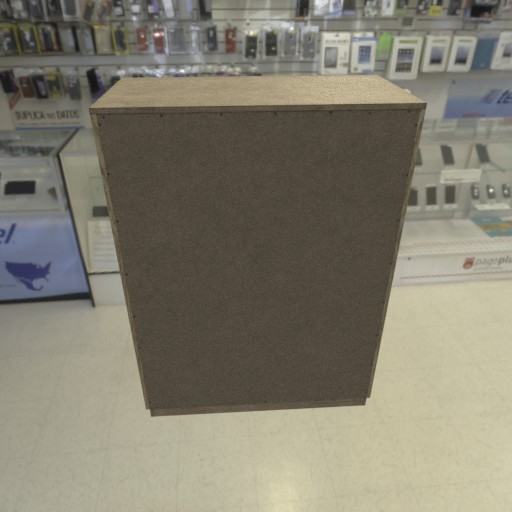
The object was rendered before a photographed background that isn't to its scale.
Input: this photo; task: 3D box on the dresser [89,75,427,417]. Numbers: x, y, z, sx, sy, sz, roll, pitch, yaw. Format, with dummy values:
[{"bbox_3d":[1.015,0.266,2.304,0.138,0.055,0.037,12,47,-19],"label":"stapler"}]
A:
[{"bbox_3d":[0.000,0.000,1.802,0.967,1.295,0.483,-2,31,-3],"label":"dresser"}]
